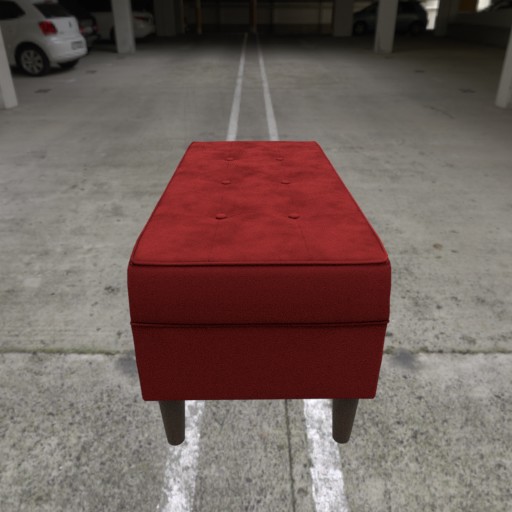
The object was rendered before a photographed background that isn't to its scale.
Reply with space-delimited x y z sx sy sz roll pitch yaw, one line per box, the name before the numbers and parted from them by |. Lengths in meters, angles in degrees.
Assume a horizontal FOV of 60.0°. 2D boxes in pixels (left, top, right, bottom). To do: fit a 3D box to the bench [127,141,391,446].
bench | 0.000 0.000 1.313 0.492 0.471 1.016 0 26 -1
